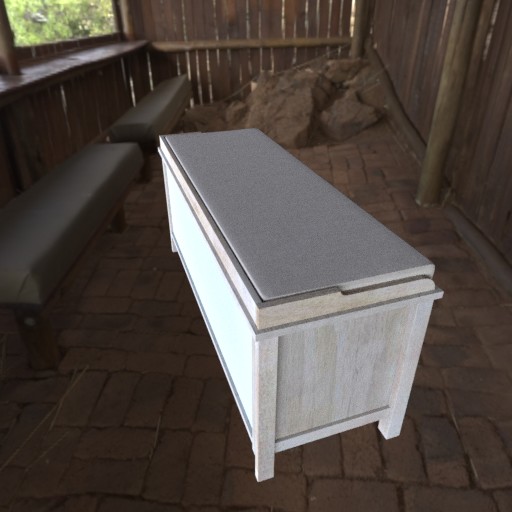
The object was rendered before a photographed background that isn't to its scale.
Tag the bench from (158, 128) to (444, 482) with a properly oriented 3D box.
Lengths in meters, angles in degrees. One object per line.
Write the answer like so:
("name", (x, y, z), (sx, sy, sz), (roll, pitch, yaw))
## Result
("bench", (0.000, 0.000, 1.394), (0.398, 0.501, 1.140), (-10, 32, -16))
